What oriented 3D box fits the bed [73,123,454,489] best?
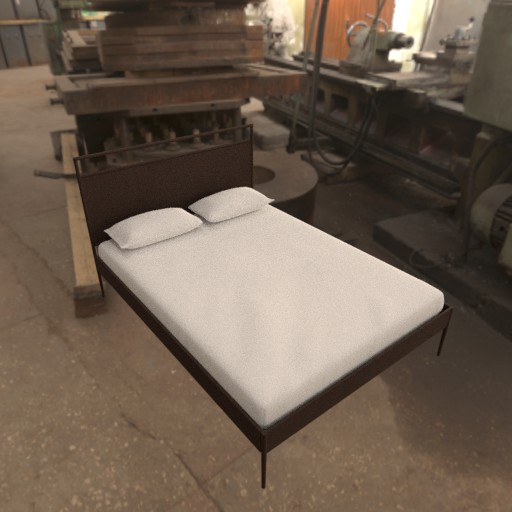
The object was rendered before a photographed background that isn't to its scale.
[{"bbox_3d":[0.000,0.000,3.059,1.572,1.173,2.122,-21,36,-32],"label":"bed"}]
